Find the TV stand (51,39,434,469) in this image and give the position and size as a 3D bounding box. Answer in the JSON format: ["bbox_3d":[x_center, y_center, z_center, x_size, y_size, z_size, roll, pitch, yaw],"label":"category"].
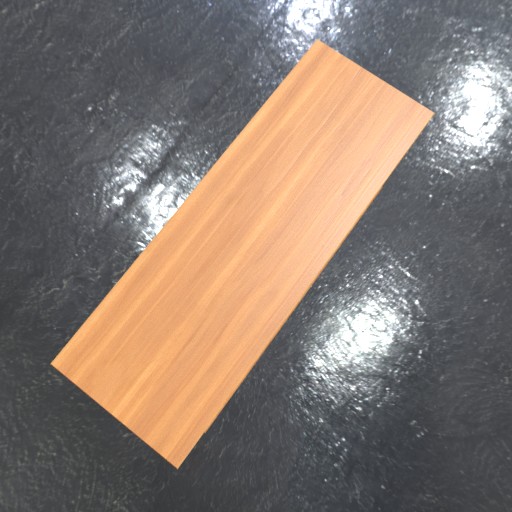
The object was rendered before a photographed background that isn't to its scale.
[{"bbox_3d":[0.000,0.000,1.483,0.417,0.607,1.181,36,80,8],"label":"TV stand"}]
